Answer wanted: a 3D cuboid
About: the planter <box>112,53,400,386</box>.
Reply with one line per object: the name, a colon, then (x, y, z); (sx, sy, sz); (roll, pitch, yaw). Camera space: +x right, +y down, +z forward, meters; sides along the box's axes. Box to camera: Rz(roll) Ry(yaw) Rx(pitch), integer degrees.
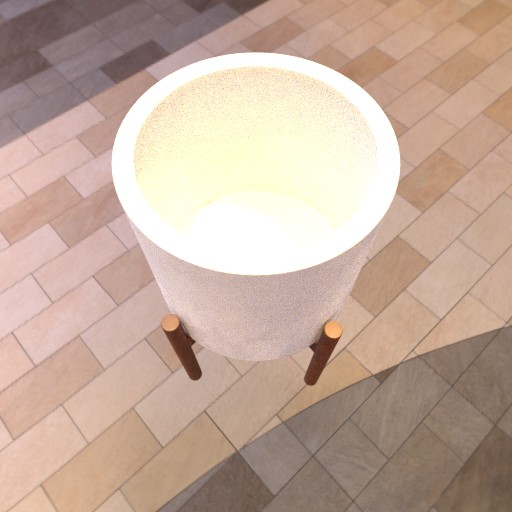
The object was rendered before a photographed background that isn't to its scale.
planter: (0.000, 0.000, 0.941); (0.417, 0.670, 0.417); (1, 61, 1)
